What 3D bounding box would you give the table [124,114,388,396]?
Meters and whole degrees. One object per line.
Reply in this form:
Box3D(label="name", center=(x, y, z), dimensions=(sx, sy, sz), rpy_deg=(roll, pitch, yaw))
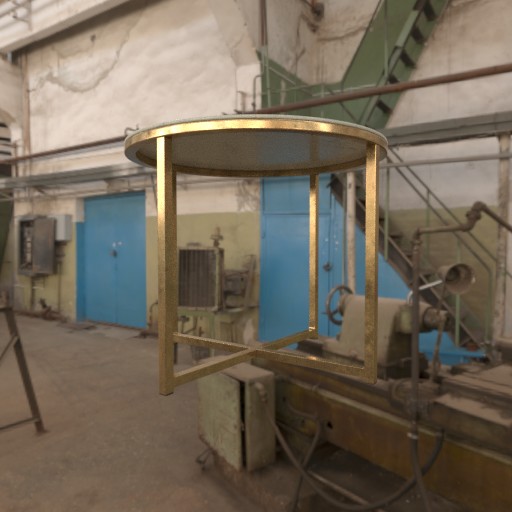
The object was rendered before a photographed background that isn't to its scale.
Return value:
Box3D(label="table", center=(0.000, 0.000, 0.884), dimensions=(0.500, 0.420, 0.500), rpy_deg=(0, 2, 0))
